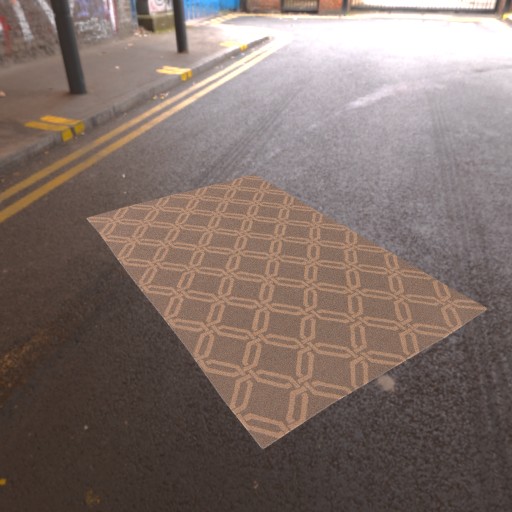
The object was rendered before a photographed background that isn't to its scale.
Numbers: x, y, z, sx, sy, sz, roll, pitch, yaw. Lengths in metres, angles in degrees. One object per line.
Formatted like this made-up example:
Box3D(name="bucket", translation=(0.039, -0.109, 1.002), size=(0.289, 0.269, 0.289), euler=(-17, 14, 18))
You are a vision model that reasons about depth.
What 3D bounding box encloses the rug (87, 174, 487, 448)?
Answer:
Box3D(name="rug", translation=(0.000, 0.000, 2.172), size=(1.148, 0.010, 1.754), euler=(-20, 38, -28))
